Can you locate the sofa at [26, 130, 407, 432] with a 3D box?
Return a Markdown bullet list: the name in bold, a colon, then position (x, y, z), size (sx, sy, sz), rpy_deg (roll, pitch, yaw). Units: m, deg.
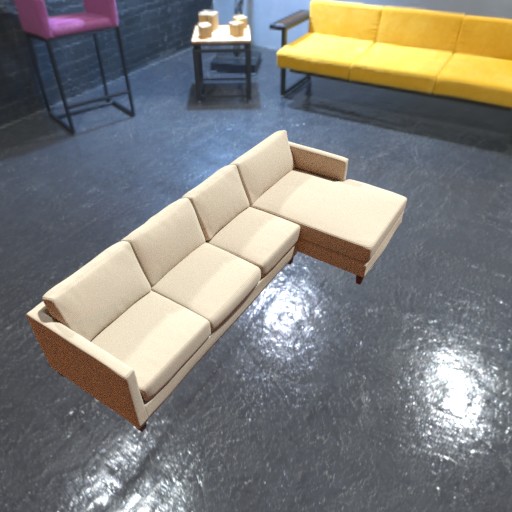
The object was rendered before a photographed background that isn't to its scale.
- **sofa**: position (0.000, 0.000, 3.781), size (1.625, 0.861, 3.186), rpy_deg (23, 46, 24)
